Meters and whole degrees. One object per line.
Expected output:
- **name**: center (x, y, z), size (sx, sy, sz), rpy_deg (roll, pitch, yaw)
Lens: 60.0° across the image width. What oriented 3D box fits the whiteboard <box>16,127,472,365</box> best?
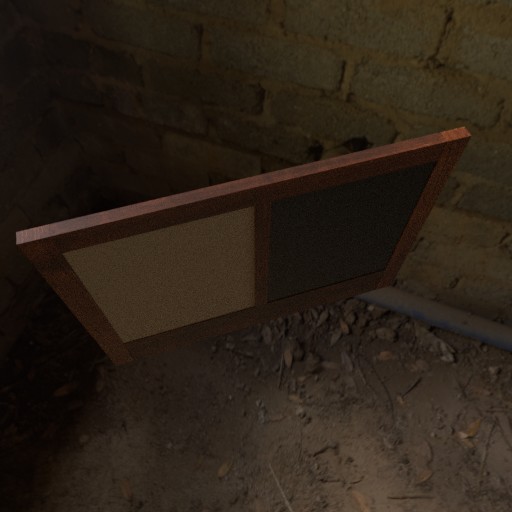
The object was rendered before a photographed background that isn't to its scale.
- **whiteboard**: center (0.000, 0.000, 0.972), size (0.768, 0.553, 0.083), rpy_deg (-15, 59, -9)
